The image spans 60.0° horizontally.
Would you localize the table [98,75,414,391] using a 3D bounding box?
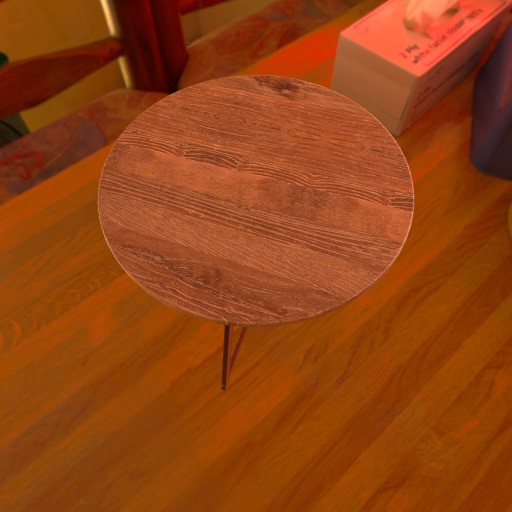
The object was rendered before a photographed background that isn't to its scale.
[{"bbox_3d":[0.000,0.000,0.925,0.500,0.500,0.500,0,60,0],"label":"table"}]
